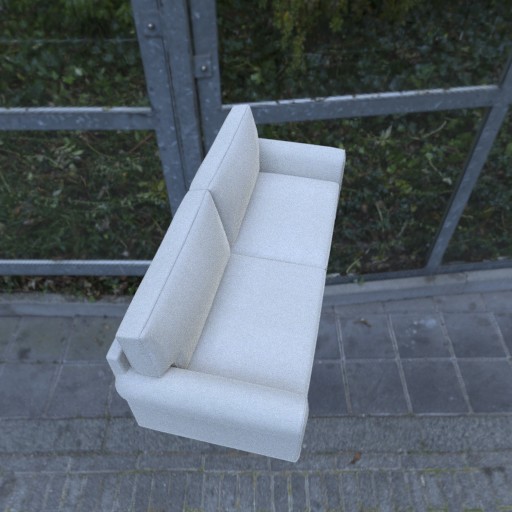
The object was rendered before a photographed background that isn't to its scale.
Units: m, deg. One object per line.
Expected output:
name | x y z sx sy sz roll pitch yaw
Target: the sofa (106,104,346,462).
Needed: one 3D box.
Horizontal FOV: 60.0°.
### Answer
sofa | 0.000 0.000 2.722 0.901 0.962 2.146 9 48 9
